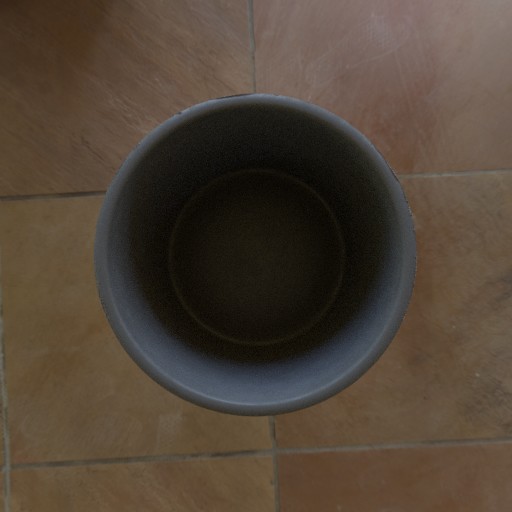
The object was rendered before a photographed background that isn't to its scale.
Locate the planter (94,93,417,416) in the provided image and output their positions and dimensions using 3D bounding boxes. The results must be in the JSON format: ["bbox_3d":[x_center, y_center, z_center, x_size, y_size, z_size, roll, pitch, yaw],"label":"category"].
[{"bbox_3d":[0.000,0.000,0.401,0.226,0.201,0.226,0,89,0],"label":"planter"}]
